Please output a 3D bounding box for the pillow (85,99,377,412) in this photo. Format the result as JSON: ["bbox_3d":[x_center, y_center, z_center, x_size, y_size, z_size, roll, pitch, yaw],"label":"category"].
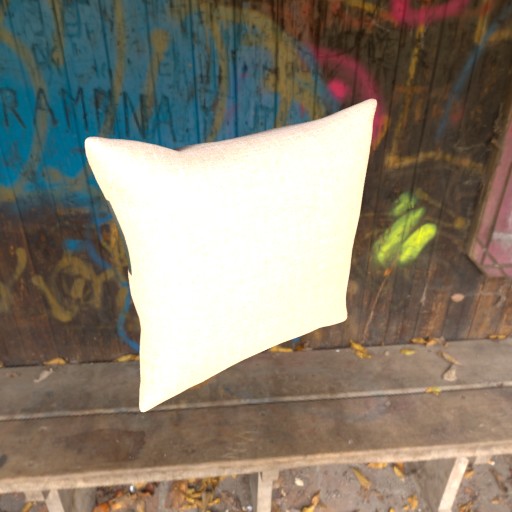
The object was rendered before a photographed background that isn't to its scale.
[{"bbox_3d":[0.000,0.000,0.642,0.414,0.399,0.173,-18,34,-28],"label":"pillow"}]
